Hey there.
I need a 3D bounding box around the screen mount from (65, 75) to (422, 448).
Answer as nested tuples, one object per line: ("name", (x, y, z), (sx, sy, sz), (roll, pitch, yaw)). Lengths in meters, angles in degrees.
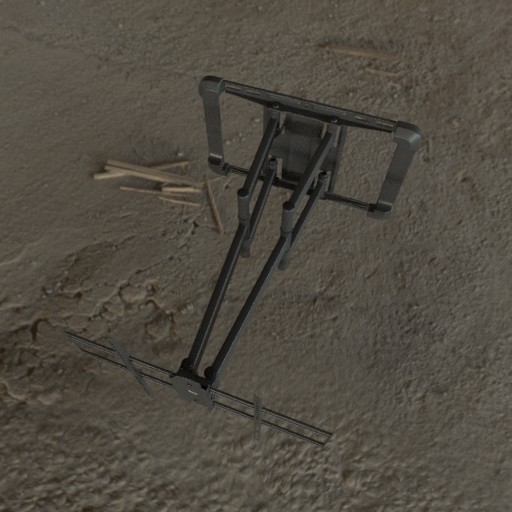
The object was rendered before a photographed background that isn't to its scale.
("screen mount", (0.000, 0.000, 1.346), (0.725, 0.483, 0.905), (18, 59, 11))
